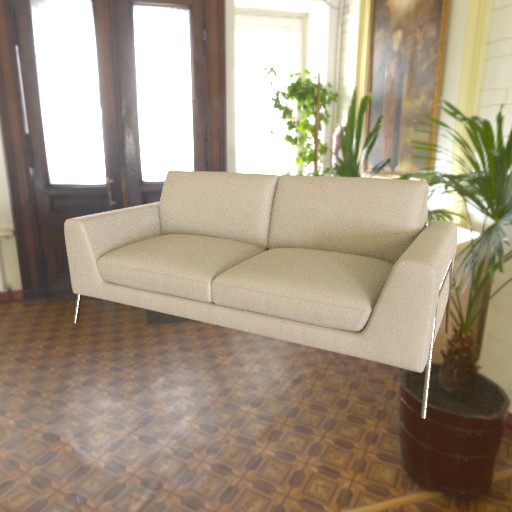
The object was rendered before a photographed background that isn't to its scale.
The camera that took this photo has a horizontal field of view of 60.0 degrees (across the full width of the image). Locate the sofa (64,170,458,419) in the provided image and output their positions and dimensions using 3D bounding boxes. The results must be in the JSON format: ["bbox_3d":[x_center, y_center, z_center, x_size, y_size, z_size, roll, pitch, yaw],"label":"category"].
[{"bbox_3d":[0.000,0.000,2.502,2.017,0.875,0.953,8,17,27],"label":"sofa"}]
